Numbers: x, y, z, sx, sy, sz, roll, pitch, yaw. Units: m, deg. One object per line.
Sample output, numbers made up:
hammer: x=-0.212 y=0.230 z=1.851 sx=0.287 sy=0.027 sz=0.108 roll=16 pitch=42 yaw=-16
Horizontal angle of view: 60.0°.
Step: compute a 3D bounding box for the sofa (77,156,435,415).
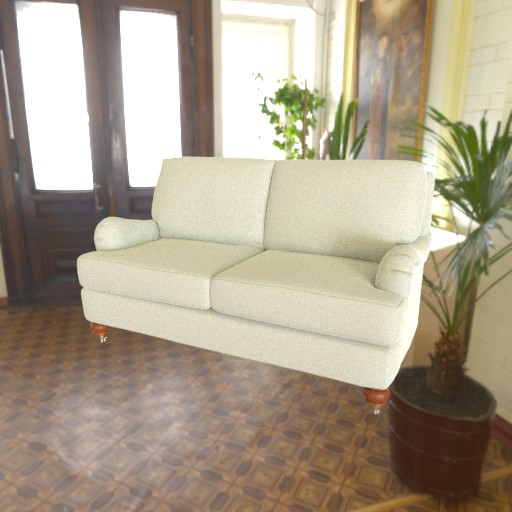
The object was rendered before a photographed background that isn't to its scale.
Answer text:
sofa: x=0.000 y=0.000 z=2.589 sx=1.853 sy=1.101 sz=1.084 roll=7 pitch=16 yaw=26
